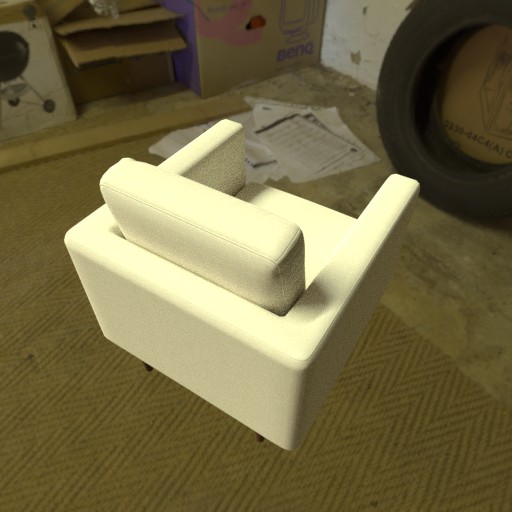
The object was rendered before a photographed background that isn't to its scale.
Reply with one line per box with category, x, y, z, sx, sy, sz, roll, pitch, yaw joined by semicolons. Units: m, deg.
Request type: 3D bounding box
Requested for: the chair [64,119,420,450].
chair;0.000;0.000;1.568;0.831;0.899;0.879;24;50;22
